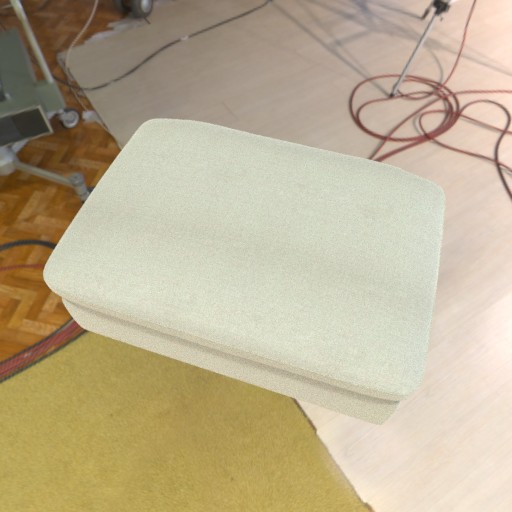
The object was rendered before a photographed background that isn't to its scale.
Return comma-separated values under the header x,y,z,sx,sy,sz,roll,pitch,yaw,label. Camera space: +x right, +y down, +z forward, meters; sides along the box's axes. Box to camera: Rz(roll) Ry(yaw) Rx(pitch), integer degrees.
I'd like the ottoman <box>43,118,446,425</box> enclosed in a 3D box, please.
x,y,z,sx,sy,sz,roll,pitch,yaw,label
0.000,0.000,1.339,0.984,0.453,0.686,15,59,10,ottoman
